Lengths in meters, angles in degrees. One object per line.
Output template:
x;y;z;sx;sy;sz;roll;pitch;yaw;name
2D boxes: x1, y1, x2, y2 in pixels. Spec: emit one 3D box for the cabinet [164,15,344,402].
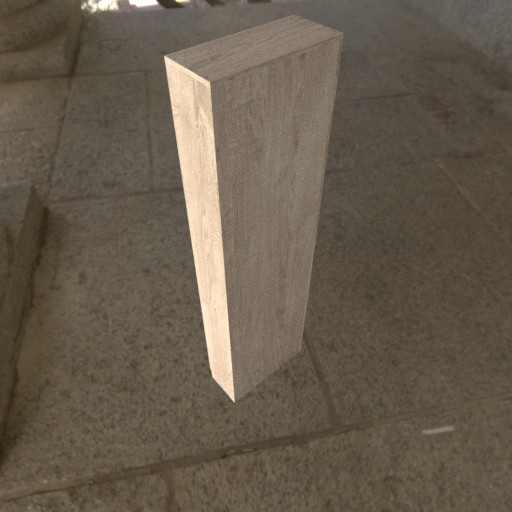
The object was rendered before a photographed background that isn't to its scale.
0.000;0.000;1.932;0.500;1.790;0.230;-32;54;-27;cabinet
